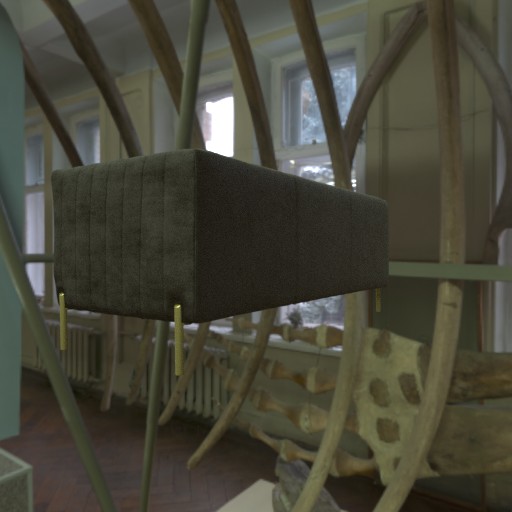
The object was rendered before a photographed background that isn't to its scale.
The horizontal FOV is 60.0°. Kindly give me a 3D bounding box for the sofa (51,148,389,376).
[{"bbox_3d":[0.000,0.000,2.476,0.876,0.780,1.980,0,1,35],"label":"sofa"}]
